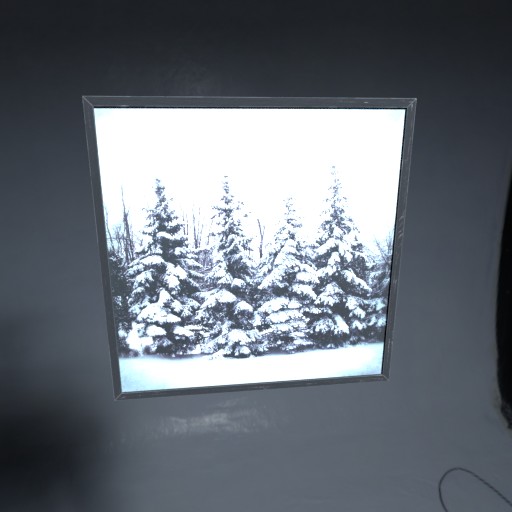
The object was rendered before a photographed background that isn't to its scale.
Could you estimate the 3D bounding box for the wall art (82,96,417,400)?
[{"bbox_3d":[0.000,0.000,1.129,0.761,0.761,0.037,-2,17,-7],"label":"wall art"}]
